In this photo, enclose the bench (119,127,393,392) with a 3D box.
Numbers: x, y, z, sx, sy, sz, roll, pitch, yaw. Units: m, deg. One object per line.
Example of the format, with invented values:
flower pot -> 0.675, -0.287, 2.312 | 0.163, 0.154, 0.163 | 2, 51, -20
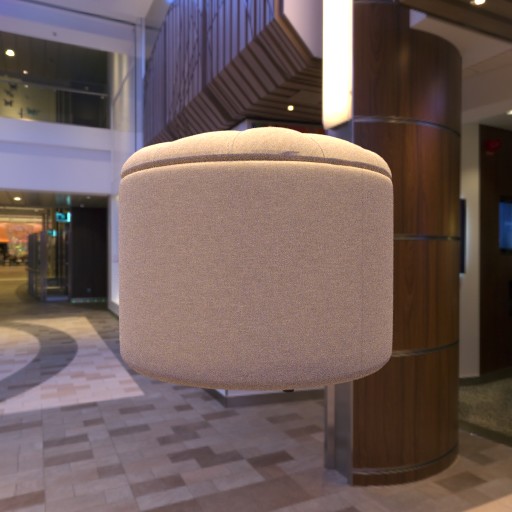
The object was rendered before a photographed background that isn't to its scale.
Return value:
bench -> 0.000, 0.000, 1.014 | 0.600, 0.454, 0.600 | 0, 0, 0
